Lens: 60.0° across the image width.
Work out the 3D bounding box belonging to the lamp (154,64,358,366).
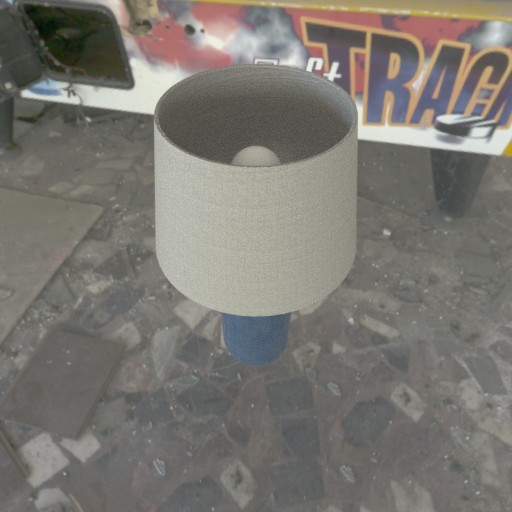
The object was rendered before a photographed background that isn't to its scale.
[{"bbox_3d":[0.000,0.000,0.593,0.253,0.428,0.253,0,47,0],"label":"lamp"}]
